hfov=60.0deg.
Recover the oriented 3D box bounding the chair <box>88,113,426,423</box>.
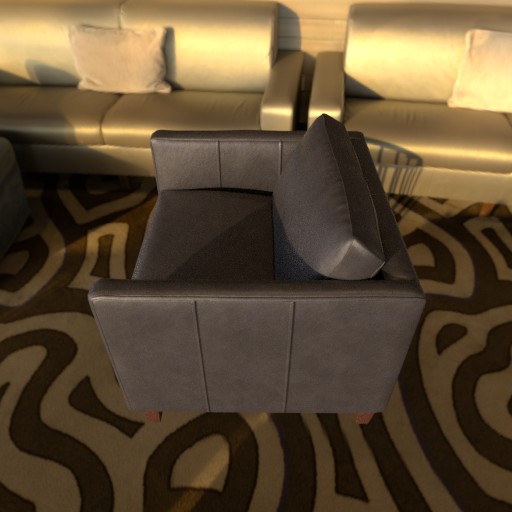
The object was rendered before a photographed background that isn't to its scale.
[{"bbox_3d":[0.000,0.000,1.607,0.862,0.811,0.939,0,42,0],"label":"chair"}]
